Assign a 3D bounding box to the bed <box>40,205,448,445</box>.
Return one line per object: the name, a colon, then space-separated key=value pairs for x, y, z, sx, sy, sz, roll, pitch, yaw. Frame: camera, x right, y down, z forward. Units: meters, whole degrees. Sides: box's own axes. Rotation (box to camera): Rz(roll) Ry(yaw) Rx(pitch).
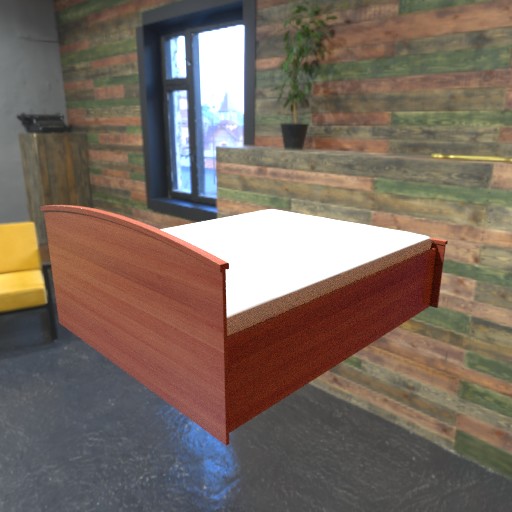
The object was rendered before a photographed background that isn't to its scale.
bed: x=0.000 y=0.000 z=2.942 sx=1.683 sy=0.848 sz=2.053 roll=16 pitch=23 yaw=43
